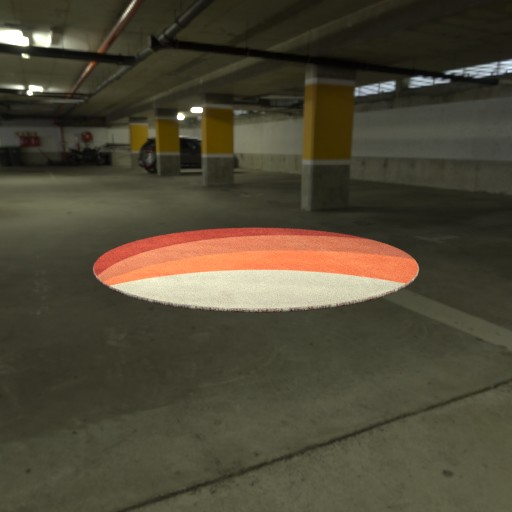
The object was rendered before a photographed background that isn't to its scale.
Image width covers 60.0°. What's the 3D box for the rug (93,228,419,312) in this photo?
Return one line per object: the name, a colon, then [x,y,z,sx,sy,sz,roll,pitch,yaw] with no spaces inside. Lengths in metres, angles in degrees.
rug: [0.000,0.000,2.187,1.514,0.015,1.514,0,14,0]
